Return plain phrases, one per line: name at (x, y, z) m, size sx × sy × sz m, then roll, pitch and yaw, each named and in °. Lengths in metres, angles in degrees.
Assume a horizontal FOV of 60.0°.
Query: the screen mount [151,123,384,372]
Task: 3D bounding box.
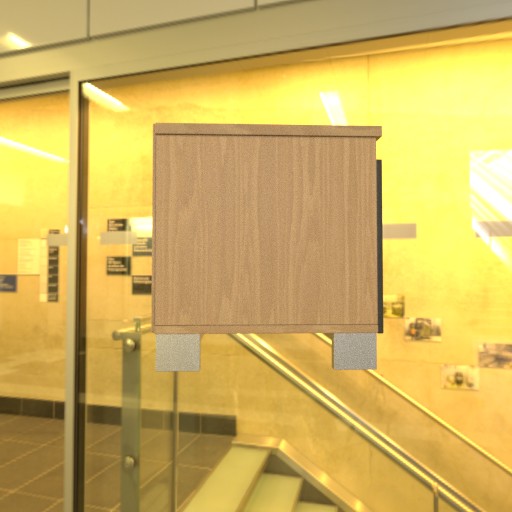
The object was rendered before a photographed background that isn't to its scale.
screen mount at (0.000, 0.000, 1.315) m, size 0.406 × 0.432 × 1.084 m, roll 0°, pitch -2°, yaw -2°
